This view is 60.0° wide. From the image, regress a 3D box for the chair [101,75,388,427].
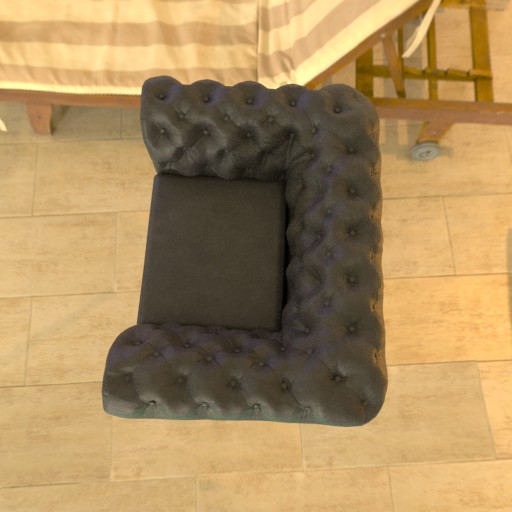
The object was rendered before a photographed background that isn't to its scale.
[{"bbox_3d":[0.000,0.000,1.881,0.943,0.780,1.298,3,75,1],"label":"chair"}]
